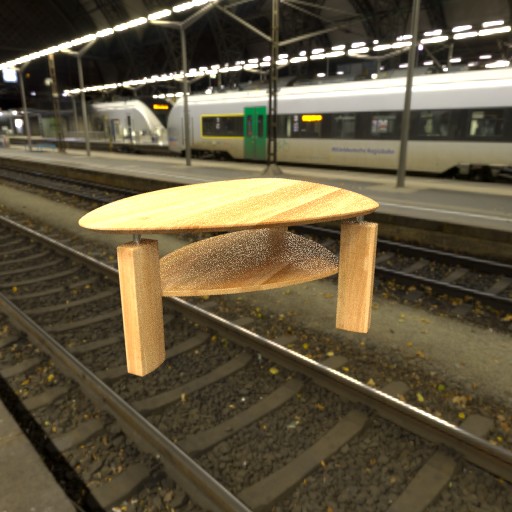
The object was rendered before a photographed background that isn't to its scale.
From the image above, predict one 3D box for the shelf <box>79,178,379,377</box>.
[{"bbox_3d":[0.000,0.000,1.655,0.863,0.439,1.240,7,18,24],"label":"shelf"}]
